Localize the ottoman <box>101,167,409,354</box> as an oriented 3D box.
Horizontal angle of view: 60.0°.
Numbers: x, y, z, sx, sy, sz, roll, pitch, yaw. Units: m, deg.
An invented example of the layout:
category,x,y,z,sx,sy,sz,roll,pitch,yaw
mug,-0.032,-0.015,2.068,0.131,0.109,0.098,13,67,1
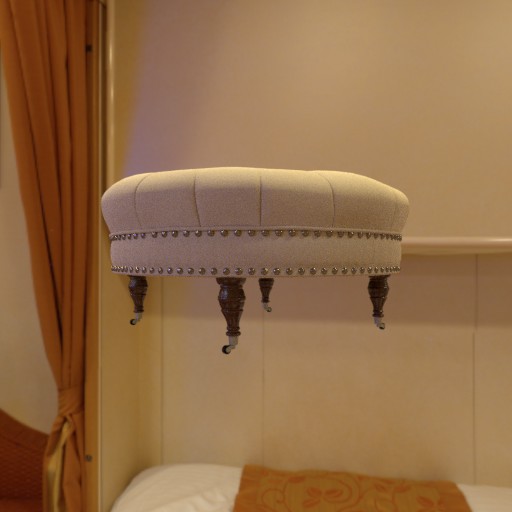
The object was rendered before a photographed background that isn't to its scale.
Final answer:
category,x,y,z,sx,sy,sz,roll,pitch,yaw
ottoman,0.000,0.000,1.365,0.901,0.439,0.901,0,0,0
